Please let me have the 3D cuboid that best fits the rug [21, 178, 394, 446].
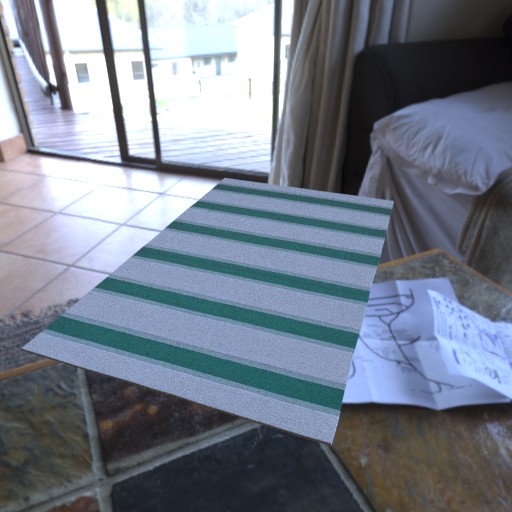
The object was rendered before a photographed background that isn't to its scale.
[{"bbox_3d":[0.000,0.000,2.890,1.521,0.015,2.436,11,32,17],"label":"rug"}]
